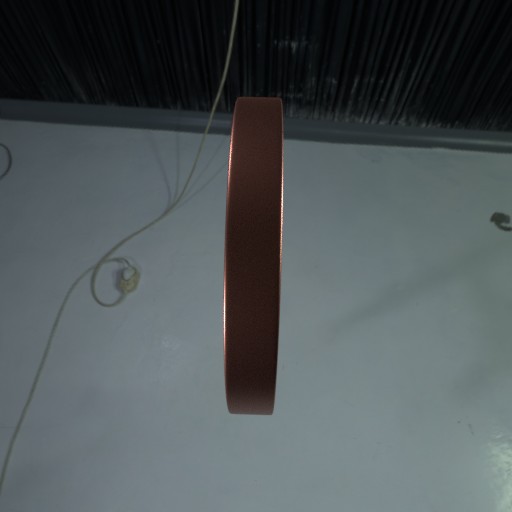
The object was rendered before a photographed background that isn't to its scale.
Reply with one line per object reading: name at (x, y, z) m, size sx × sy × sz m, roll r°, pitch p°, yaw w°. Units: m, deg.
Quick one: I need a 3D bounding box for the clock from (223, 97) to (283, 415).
clock at (0.000, 0.000, 0.465) m, size 0.040 × 0.313 × 0.313 m, roll 2°, pitch 63°, yaw 1°
